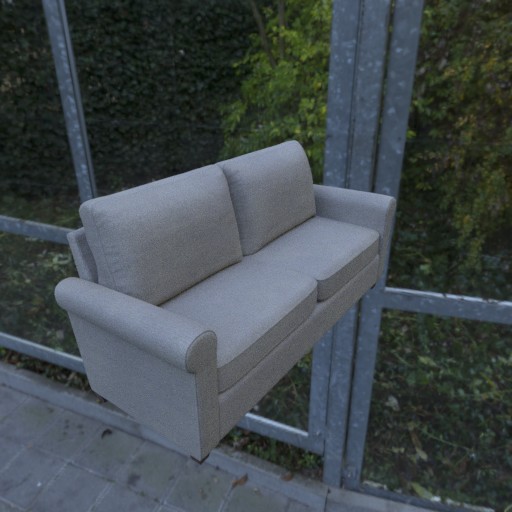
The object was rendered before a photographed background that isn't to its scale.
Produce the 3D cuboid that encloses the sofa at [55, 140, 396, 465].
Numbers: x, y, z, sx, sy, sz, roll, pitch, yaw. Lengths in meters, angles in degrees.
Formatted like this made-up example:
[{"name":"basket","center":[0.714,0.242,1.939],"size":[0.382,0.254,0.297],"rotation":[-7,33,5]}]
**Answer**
[{"name":"sofa","center":[0.000,0.000,2.403],"size":[0.842,0.942,1.935],"rotation":[17,30,32]}]
